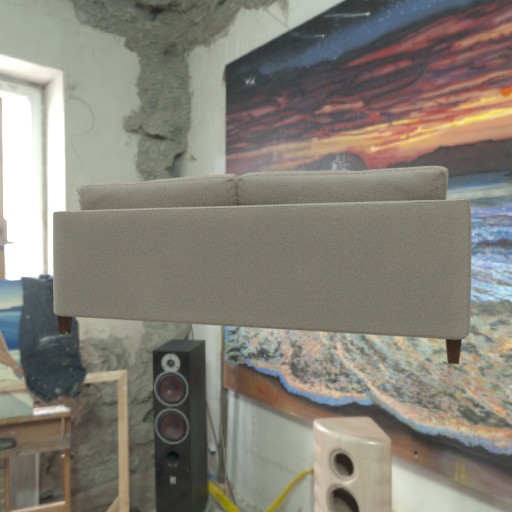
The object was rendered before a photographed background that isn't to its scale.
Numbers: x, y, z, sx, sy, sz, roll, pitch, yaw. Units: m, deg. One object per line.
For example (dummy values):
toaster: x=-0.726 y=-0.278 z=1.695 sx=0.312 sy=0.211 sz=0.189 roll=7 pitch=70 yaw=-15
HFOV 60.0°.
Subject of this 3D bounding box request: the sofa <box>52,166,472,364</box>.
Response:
sofa: x=0.000 y=0.000 z=2.802 sx=2.361 sy=0.968 sz=0.951 roll=0 pitch=1 yaw=18
